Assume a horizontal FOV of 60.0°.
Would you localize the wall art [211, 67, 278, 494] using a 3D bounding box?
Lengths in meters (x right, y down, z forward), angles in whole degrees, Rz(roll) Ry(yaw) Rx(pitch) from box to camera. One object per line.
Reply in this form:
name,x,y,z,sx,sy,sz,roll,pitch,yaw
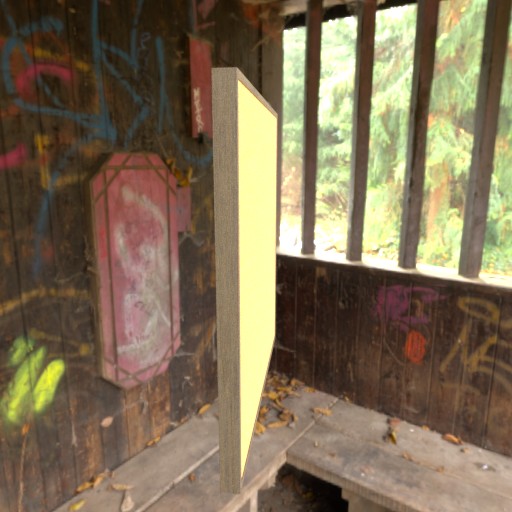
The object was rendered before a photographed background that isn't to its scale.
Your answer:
wall art,0.000,0.000,1.127,0.039,0.758,0.758,2,13,7
